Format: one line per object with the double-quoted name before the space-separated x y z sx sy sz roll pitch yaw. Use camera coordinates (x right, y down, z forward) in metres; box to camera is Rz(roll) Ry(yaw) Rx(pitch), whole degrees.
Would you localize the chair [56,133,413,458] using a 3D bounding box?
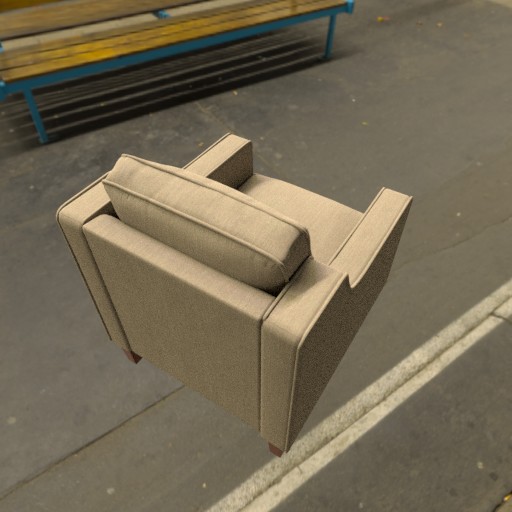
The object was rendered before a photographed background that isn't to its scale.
"chair" 0.000 0.000 1.649 0.831 0.960 0.909 25 51 22
